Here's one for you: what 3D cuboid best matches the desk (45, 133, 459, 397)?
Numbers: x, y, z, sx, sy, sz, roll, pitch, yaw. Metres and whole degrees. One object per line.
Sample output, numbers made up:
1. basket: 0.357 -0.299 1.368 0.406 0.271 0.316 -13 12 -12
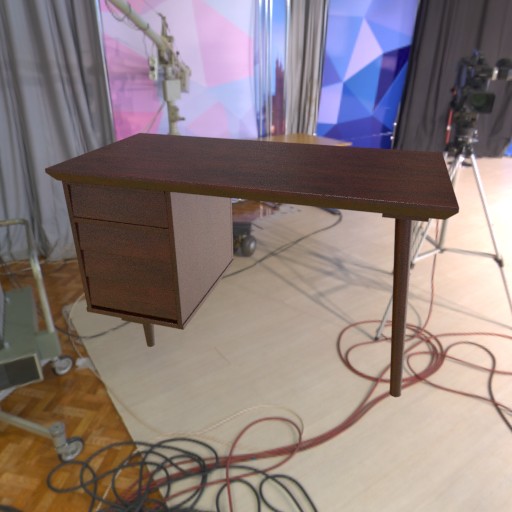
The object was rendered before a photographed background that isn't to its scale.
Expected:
1. desk: 0.000 0.000 1.735 1.277 0.758 0.612 8 28 15
